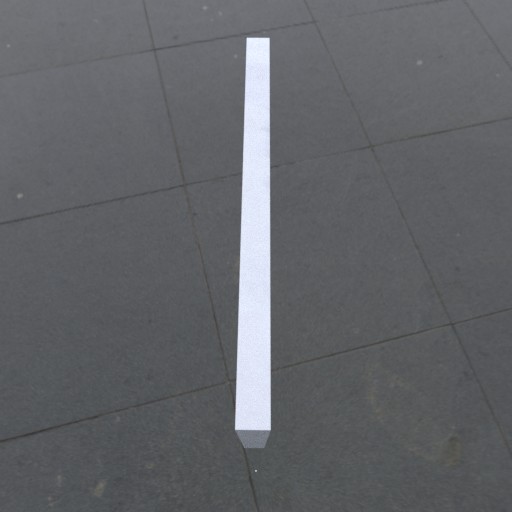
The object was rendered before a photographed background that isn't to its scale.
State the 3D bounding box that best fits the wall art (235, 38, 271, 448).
[{"bbox_3d":[0.000,0.000,0.787,0.038,0.407,0.609,1,64,0],"label":"wall art"}]
